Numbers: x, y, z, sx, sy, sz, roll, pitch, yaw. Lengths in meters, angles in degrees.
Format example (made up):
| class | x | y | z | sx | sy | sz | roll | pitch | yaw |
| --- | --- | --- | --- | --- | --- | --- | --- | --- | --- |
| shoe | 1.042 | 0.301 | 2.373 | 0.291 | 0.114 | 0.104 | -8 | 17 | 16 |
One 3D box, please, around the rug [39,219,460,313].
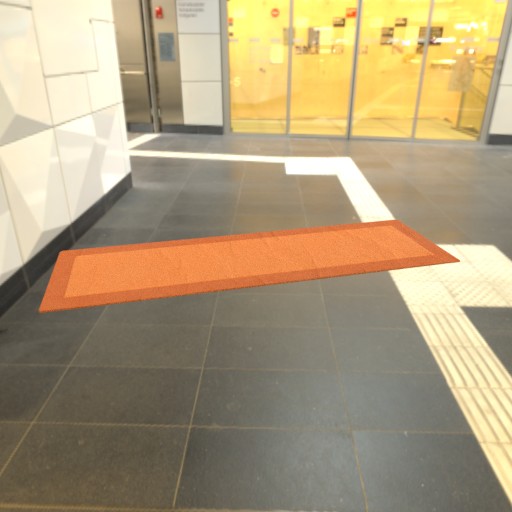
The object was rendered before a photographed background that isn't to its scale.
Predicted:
| class | x | y | z | sx | sy | sz | roll | pitch | yaw |
| --- | --- | --- | --- | --- | --- | --- | --- | --- | --- |
| rug | 0.000 | 0.000 | 2.805 | 2.471 | 0.013 | 0.914 | -8 | 26 | -16 |
